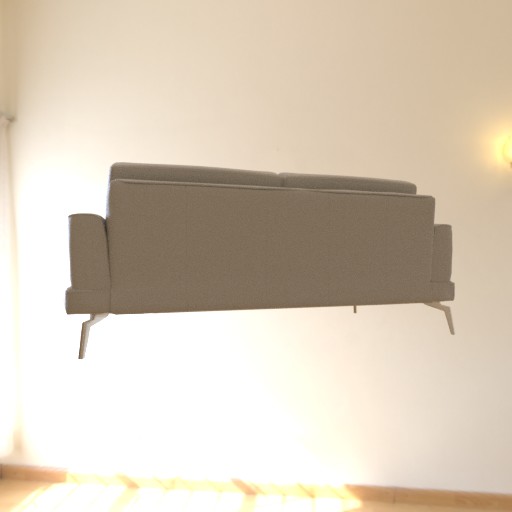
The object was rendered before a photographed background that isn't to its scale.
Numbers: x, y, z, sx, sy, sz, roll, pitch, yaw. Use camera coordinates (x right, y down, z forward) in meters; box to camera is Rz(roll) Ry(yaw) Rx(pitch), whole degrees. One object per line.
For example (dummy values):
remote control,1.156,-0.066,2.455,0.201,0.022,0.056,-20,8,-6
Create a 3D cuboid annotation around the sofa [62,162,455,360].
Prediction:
sofa,0.000,0.000,2.779,2.177,0.930,1.121,0,0,-18
